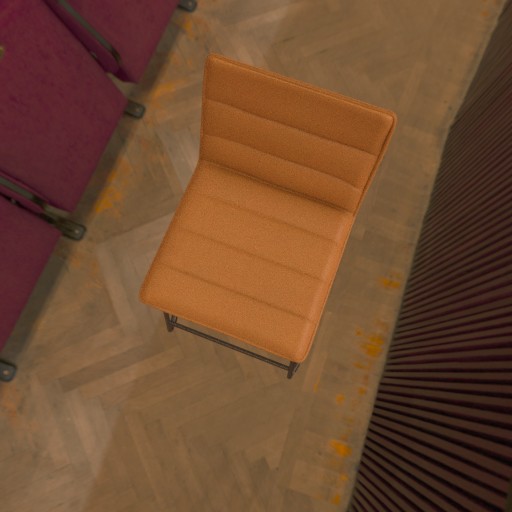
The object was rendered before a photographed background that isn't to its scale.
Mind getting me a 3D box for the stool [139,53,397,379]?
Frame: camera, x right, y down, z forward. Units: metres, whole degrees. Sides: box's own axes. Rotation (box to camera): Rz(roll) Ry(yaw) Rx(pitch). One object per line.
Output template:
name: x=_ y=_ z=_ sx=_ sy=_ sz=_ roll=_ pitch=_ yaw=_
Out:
stool: x=0.000 y=0.000 z=1.188 sx=0.489 sy=0.866 sz=0.524 roll=20 pitch=76 yaw=5
